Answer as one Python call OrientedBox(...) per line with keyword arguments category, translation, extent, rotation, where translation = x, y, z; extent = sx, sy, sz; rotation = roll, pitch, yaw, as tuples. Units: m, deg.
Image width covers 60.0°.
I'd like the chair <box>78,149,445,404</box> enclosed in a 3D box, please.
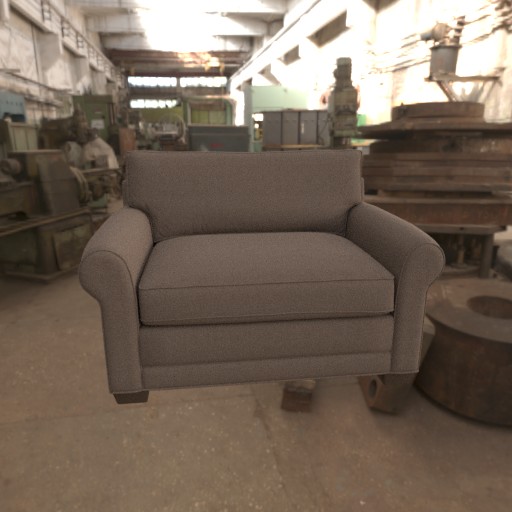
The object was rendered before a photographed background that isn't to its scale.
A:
OrientedBox(category="chair", translation=(0.000, 0.000, 2.051), extent=(1.390, 0.930, 0.930), rotation=(-2, 16, -7))
